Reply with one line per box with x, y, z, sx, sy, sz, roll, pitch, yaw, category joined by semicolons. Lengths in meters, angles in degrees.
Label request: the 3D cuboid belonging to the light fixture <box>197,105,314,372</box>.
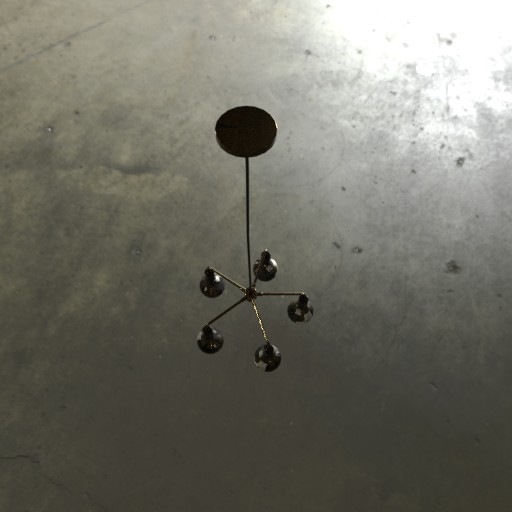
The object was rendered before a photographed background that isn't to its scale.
0.000;0.000;1.220;0.421;0.988;0.438;-1;63;0;light fixture
